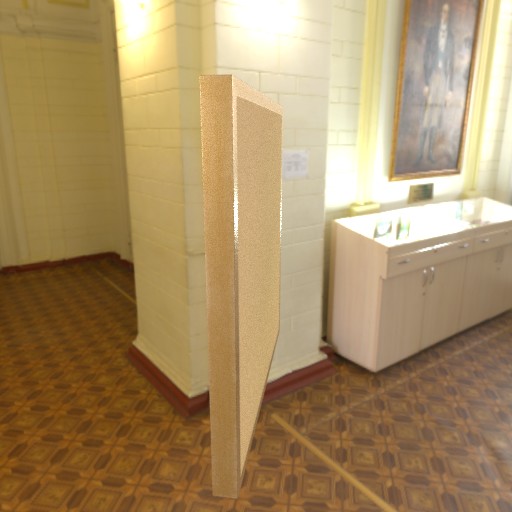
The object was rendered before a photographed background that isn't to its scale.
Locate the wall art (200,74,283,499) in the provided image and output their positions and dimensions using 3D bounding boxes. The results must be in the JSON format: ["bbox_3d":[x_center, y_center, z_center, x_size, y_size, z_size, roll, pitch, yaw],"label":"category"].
[{"bbox_3d":[0.000,0.000,0.748,0.033,0.509,0.510,2,15,9],"label":"wall art"}]
